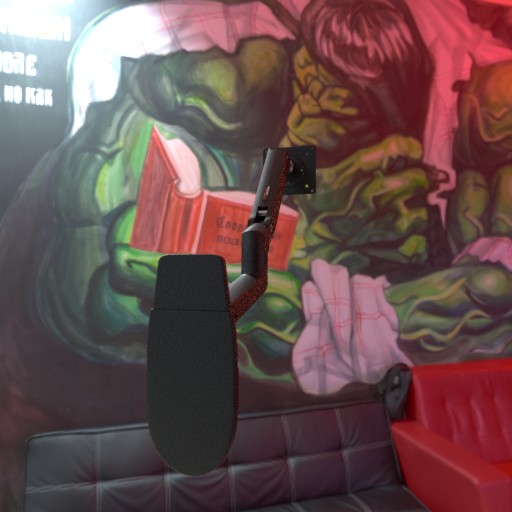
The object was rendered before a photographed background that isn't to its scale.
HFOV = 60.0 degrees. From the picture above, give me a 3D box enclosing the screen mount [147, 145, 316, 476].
[{"bbox_3d":[0.000,0.000,0.705,0.115,0.466,0.495,0,0,17],"label":"screen mount"}]
